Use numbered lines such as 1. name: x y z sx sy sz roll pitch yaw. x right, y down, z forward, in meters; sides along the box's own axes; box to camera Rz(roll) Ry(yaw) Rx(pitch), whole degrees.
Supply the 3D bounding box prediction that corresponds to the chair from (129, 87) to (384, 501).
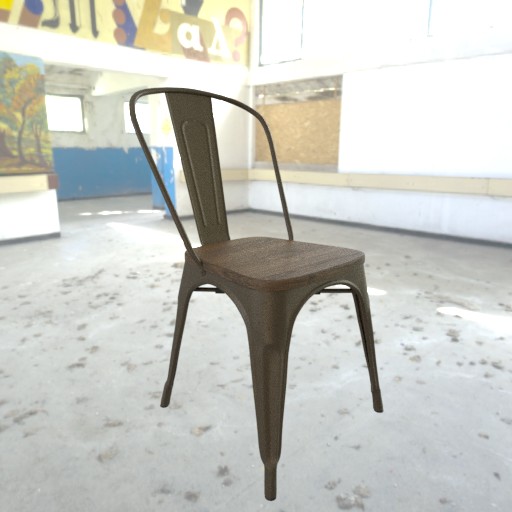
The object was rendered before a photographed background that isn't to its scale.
1. chair: 0.000 0.000 1.120 0.532 0.844 0.451 13 19 43
